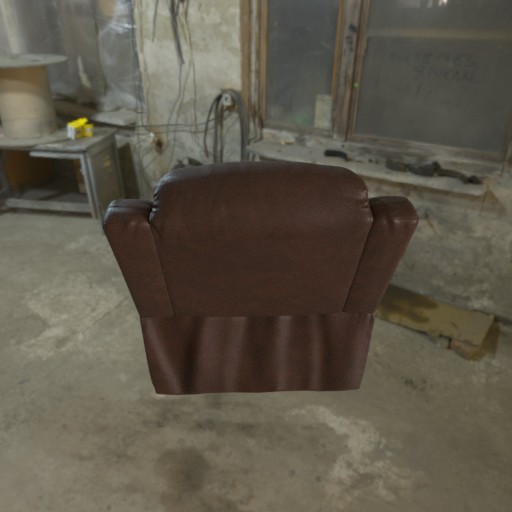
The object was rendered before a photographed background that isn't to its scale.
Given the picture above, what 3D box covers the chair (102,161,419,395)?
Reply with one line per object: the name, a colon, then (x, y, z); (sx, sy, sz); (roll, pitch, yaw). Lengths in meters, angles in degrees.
chair: (0.000, 0.000, 1.242); (0.680, 0.702, 0.707); (-1, 29, -2)
